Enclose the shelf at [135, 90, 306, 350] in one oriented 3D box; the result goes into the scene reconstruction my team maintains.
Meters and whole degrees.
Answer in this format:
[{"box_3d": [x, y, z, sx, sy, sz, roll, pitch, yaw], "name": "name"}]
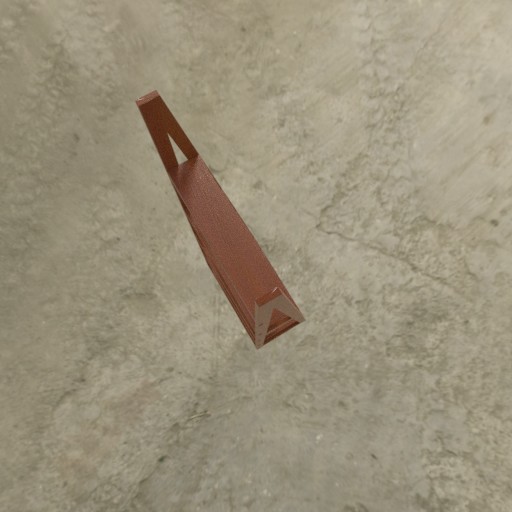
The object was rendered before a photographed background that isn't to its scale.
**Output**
[{"box_3d": [0.000, 0.000, 1.957, 0.356, 1.780, 0.630, -30, 77, -8], "name": "shelf"}]
